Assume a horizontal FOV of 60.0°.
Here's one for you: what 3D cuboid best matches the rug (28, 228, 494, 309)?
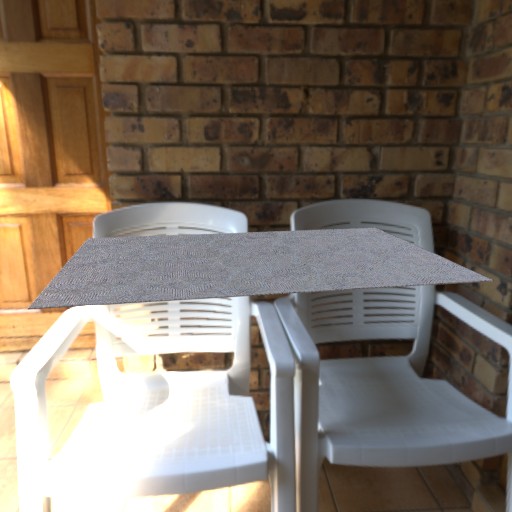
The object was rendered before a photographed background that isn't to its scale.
[{"bbox_3d":[0.000,0.000,2.986,2.428,0.007,1.519,-3,15,-10],"label":"rug"}]
